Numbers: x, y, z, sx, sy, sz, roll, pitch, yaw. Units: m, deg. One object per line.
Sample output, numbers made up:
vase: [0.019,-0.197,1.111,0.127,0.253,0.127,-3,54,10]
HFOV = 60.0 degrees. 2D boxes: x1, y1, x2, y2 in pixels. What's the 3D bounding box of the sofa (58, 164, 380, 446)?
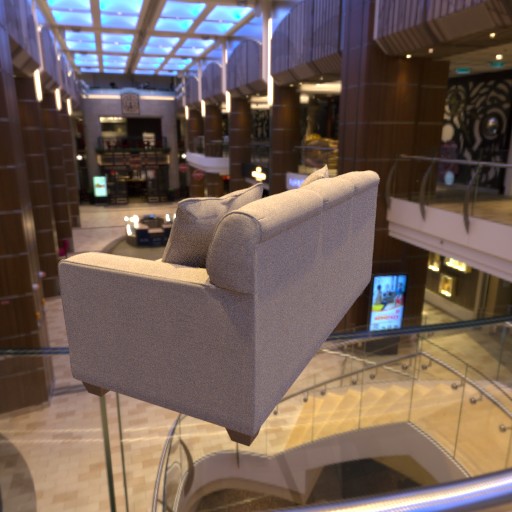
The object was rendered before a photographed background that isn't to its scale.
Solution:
sofa: [0.000,0.000,2.598,0.997,0.958,2.024,7,17,25]
